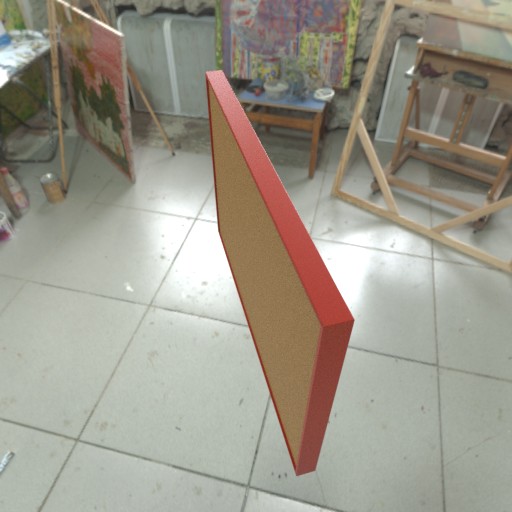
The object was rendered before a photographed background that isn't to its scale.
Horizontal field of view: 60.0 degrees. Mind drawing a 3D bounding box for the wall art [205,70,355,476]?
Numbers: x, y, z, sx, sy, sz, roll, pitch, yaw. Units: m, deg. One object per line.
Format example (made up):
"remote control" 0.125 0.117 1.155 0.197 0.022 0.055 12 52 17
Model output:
"wall art" 0.000 0.000 0.776 0.033 0.405 0.607 -11 46 -11
